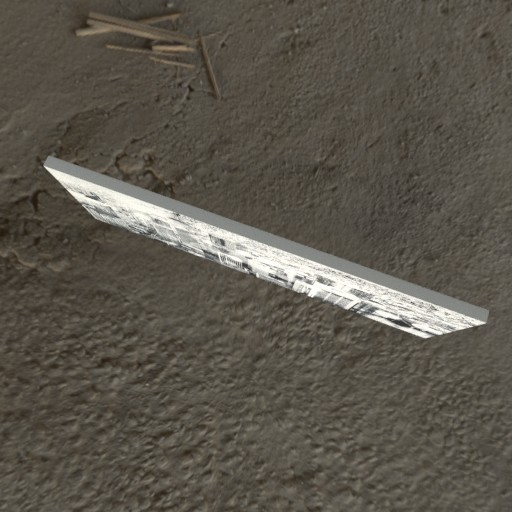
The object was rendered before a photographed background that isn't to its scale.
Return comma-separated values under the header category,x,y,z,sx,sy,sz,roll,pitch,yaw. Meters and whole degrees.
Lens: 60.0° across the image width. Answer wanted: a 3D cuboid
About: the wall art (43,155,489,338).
category,x,y,z,sx,sy,sz,roll,pitch,yaw
wall art,0.000,0.000,1.676,1.520,0.507,0.044,20,75,5
